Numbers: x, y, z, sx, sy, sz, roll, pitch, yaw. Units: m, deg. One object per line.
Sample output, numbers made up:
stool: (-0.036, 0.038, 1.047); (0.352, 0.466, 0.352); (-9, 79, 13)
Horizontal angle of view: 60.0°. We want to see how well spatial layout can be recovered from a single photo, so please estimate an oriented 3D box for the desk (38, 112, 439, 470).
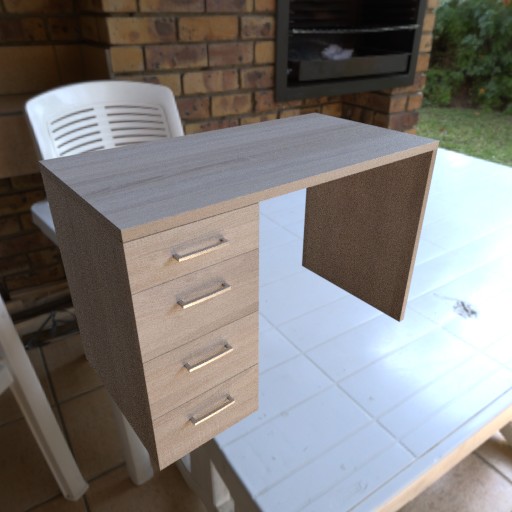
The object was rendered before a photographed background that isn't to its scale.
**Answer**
desk: (0.000, 0.000, 1.525); (1.100, 0.731, 0.600); (-21, 35, -33)
